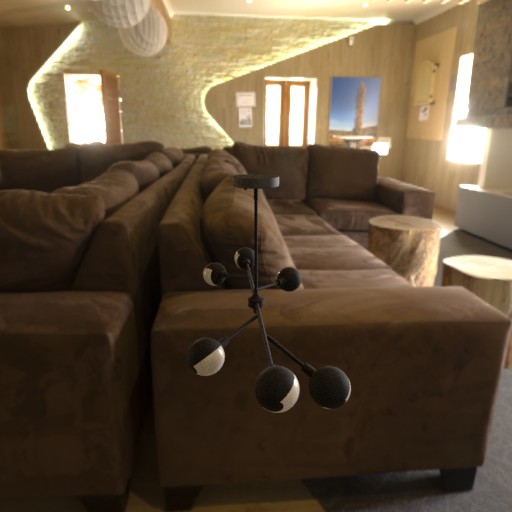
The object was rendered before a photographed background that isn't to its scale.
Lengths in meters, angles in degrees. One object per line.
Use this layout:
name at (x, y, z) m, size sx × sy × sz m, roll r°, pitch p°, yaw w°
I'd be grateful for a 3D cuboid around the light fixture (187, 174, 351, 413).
light fixture at (0.000, 0.000, 1.017) m, size 0.434 × 0.362 × 0.778 m, roll 3°, pitch 16°, yaw 10°
